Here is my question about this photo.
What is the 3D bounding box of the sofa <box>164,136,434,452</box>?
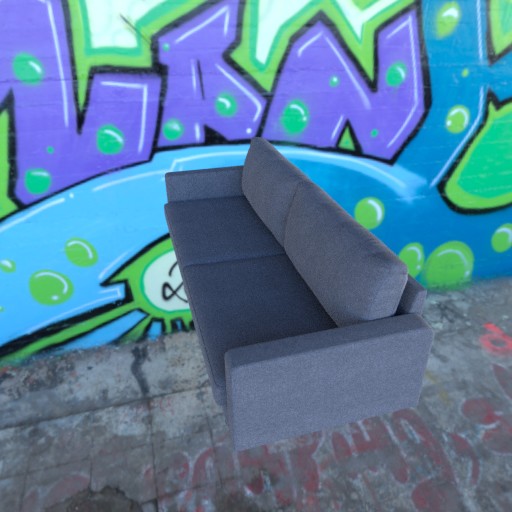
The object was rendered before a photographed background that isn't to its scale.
[{"bbox_3d":[0.000,0.000,2.593,0.880,0.880,2.100,-8,31,-14],"label":"sofa"}]
